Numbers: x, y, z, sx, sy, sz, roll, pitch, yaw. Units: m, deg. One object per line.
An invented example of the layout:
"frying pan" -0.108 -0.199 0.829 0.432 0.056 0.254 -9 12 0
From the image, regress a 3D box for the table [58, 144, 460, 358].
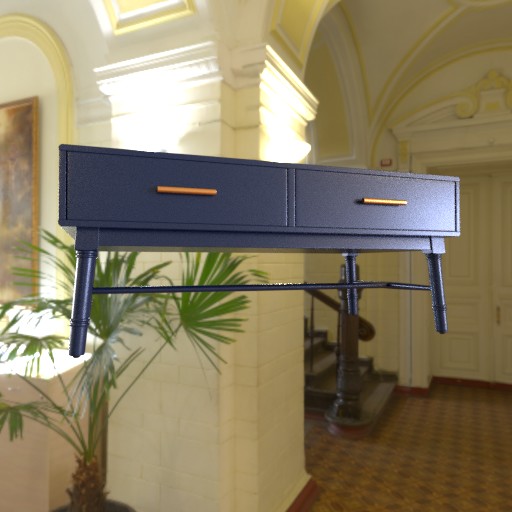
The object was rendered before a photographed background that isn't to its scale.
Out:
"table" 0.000 0.000 1.353 1.067 0.457 0.572 0 -1 -20
